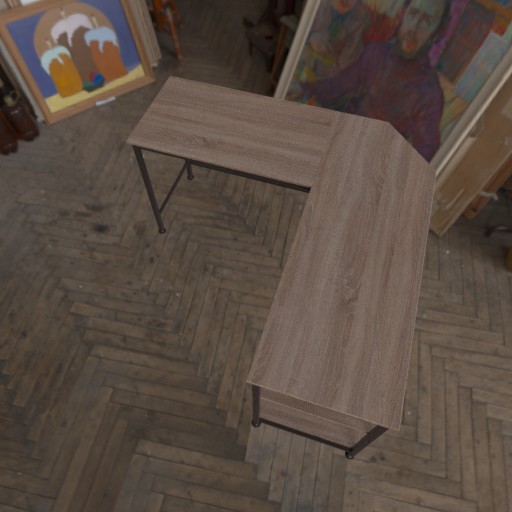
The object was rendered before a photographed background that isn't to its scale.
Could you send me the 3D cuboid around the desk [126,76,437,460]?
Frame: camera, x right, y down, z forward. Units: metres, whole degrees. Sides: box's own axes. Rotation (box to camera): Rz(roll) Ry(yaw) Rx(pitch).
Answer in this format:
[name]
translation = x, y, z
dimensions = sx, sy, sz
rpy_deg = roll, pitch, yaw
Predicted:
[desk]
translation = 0.000, 0.000, 2.146
dimensions = 1.379, 0.739, 1.379
rpy_deg = 15, 59, 9
